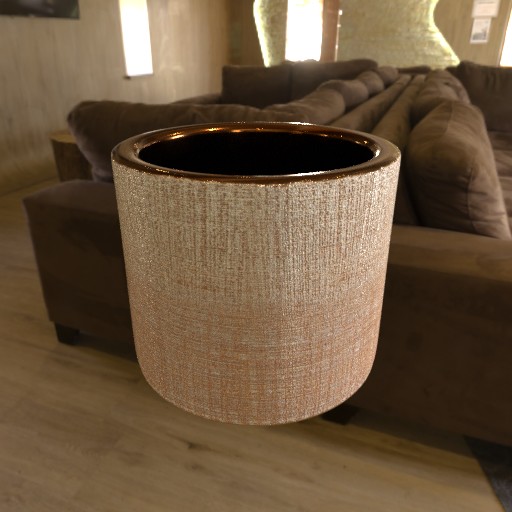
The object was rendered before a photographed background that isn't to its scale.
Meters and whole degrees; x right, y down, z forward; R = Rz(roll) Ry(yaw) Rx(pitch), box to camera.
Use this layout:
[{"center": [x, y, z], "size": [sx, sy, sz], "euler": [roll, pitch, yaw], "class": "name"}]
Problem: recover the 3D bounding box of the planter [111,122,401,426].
[{"center": [0.000, 0.000, 0.310], "size": [0.177, 0.157, 0.177], "euler": [0, 25, 0], "class": "planter"}]
